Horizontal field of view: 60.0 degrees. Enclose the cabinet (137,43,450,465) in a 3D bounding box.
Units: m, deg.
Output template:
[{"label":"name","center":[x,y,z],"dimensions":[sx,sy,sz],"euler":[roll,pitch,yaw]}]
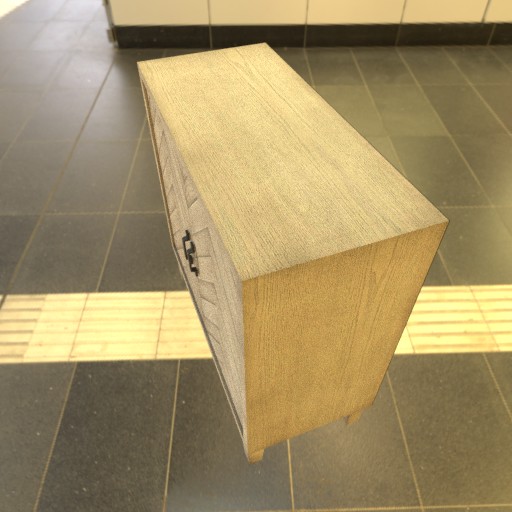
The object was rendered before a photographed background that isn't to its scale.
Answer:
[{"label":"cabinet","center":[0.000,0.000,1.196],"dimensions":[0.370,0.787,0.781],"euler":[-16,48,-14]}]
